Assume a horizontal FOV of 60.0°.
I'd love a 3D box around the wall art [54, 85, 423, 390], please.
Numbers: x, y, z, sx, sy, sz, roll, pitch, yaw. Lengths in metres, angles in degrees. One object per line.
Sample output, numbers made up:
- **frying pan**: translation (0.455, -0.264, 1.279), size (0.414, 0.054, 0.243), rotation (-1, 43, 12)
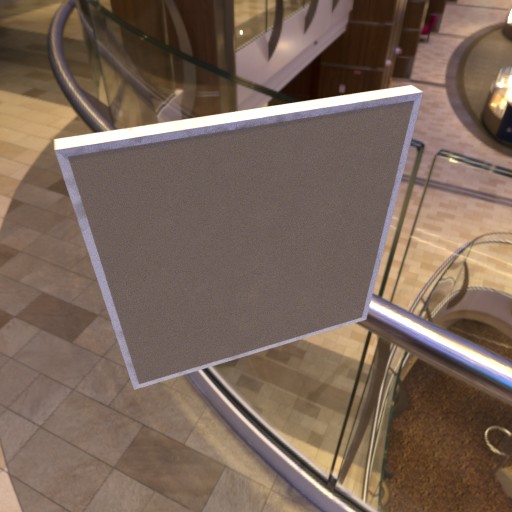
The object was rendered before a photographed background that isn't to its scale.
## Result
- **wall art**: translation (0.000, 0.000, 0.756), size (0.508, 0.506, 0.029), rotation (-14, 43, -15)
